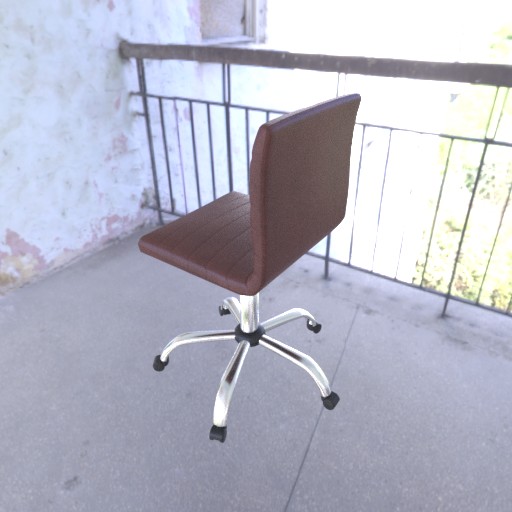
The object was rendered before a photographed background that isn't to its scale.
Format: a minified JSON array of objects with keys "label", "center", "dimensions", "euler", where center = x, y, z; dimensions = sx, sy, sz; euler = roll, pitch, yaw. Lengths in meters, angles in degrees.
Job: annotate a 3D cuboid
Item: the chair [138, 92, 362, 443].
[{"label":"chair","center":[0.000,0.000,1.134],"dimensions":[0.530,0.780,0.556],"euler":[19,35,30]}]
